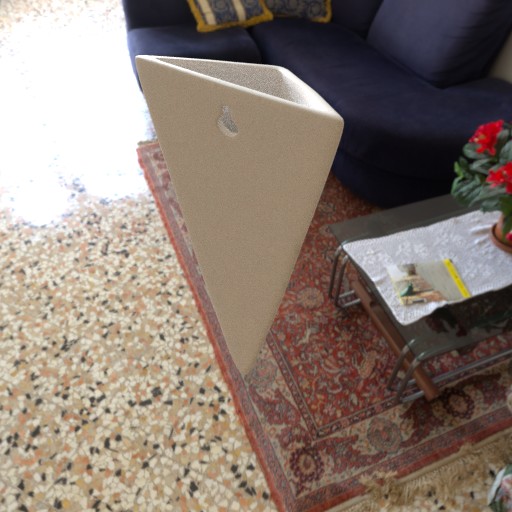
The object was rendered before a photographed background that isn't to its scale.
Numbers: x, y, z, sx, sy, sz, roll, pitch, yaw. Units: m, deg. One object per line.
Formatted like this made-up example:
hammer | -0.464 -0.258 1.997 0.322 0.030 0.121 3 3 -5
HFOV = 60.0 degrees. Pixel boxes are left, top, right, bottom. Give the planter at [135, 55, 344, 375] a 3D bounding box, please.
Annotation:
planter | 0.000 0.000 0.390 0.143 0.338 0.065 25 52 22
